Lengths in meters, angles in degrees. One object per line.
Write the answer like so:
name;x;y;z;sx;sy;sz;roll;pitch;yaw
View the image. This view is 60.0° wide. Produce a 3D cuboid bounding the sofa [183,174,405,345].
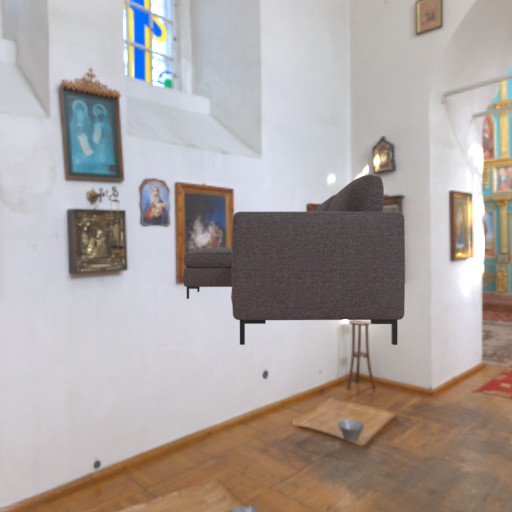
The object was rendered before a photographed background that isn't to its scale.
sofa;0.000;0.000;3.219;1.258;0.754;2.731;0;0;-1
